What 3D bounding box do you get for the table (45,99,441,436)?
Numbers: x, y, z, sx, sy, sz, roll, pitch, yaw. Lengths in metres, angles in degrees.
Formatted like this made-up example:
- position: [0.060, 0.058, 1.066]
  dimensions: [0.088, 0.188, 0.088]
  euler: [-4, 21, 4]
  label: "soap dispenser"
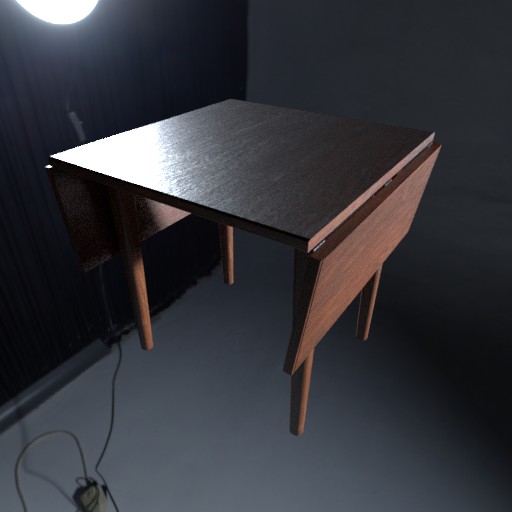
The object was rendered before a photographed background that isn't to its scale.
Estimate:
- position: [0.000, 0.000, 1.474]
  dimensions: [0.843, 0.763, 0.812]
  euler: [20, 37, 29]
  label: "table"
